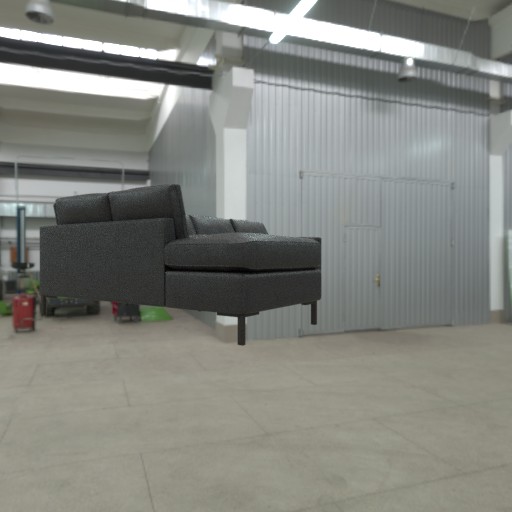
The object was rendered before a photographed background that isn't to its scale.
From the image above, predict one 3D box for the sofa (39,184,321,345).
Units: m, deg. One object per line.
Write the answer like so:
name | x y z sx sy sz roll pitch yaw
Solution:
sofa | 0.000 0.000 3.943 1.938 0.877 2.984 0 0 35
